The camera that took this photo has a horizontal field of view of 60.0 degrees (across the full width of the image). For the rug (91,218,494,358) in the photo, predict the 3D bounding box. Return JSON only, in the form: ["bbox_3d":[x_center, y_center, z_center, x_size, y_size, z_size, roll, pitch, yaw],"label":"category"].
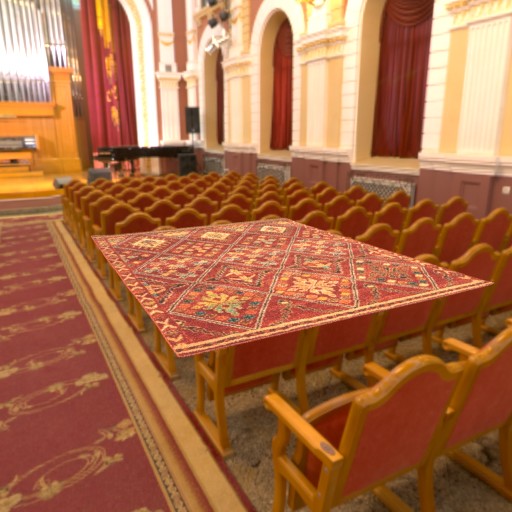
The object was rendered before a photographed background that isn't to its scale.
[{"bbox_3d":[0.000,0.000,4.116,2.489,0.030,3.086,-8,17,-27],"label":"rug"}]
